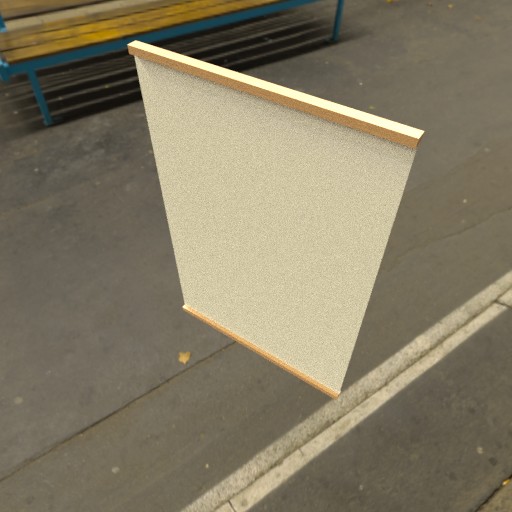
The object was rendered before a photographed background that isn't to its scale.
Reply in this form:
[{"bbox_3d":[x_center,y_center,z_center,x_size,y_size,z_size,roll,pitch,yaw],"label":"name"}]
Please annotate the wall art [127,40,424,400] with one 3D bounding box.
[{"bbox_3d":[0.000,0.000,1.250,0.669,1.020,0.027,26,53,22],"label":"wall art"}]
